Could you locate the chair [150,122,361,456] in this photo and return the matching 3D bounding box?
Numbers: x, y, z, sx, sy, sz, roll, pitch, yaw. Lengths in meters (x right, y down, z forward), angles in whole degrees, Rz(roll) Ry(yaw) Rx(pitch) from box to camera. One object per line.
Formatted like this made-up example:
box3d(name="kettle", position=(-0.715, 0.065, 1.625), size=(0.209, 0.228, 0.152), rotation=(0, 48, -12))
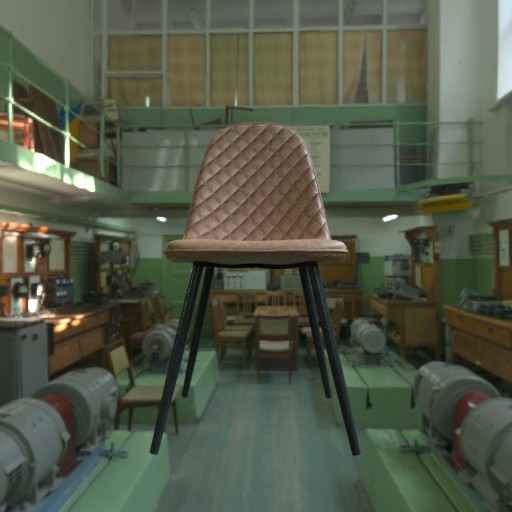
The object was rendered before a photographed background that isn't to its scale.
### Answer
box3d(name="chair", position=(0.000, 0.000, 1.209), size=(0.472, 0.889, 0.561), rotation=(0, 0, 1))
